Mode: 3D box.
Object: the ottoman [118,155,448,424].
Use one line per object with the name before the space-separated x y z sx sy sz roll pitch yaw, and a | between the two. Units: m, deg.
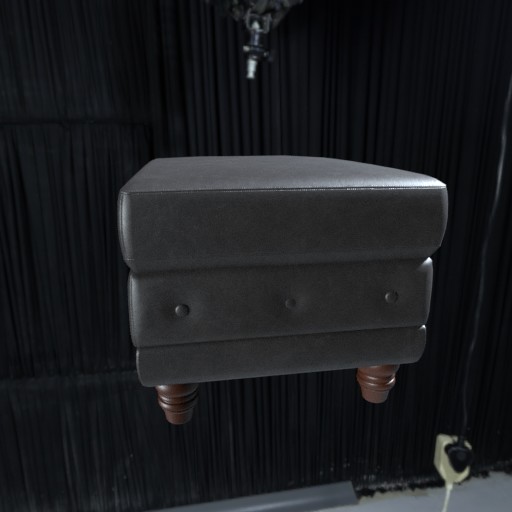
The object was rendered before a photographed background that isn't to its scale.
ottoman | 0.000 0.000 1.170 0.590 0.498 0.795 -3 15 -10
